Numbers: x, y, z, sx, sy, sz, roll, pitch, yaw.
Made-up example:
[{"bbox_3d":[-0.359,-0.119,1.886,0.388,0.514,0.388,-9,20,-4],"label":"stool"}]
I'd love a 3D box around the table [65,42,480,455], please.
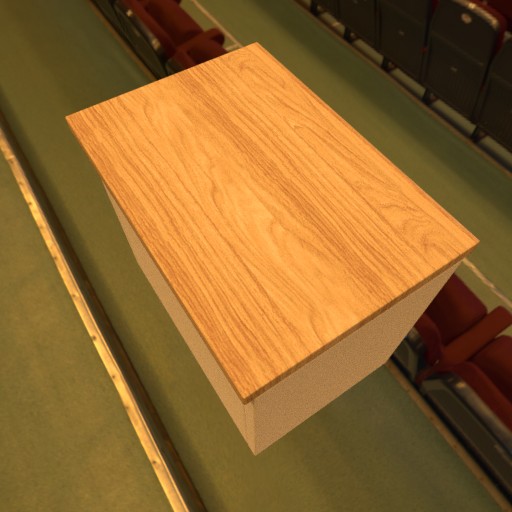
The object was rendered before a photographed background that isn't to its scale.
[{"bbox_3d":[0.000,0.000,0.794,0.360,0.440,0.500,-29,62,-17],"label":"table"}]
